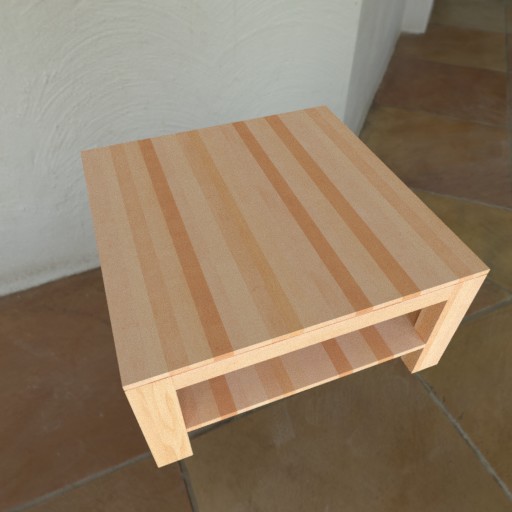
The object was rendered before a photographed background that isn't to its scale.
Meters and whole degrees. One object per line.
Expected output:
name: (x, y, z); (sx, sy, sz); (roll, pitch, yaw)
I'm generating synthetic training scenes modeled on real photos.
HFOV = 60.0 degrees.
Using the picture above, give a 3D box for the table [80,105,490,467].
table: (0.000, 0.000, 1.439); (0.900, 0.450, 0.900); (-15, 48, -14)
